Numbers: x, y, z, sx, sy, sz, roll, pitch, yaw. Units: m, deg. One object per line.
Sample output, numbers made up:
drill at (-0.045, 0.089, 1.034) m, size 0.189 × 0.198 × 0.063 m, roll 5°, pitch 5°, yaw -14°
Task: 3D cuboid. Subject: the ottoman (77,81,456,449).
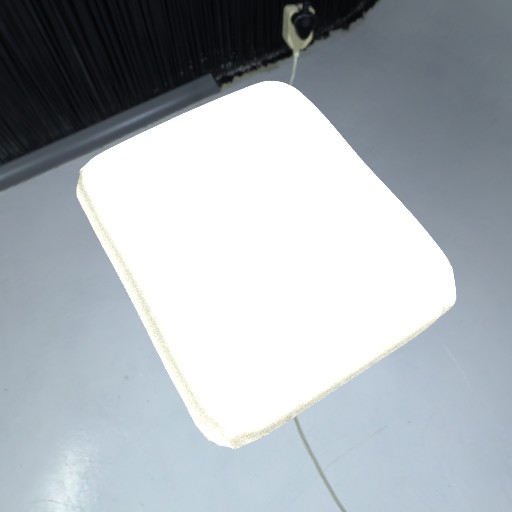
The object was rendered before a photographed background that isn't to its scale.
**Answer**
ottoman at (0.000, 0.000, 1.114) m, size 0.622 × 0.450 × 0.747 m, roll -29°, pitch 67°, yaw -13°
